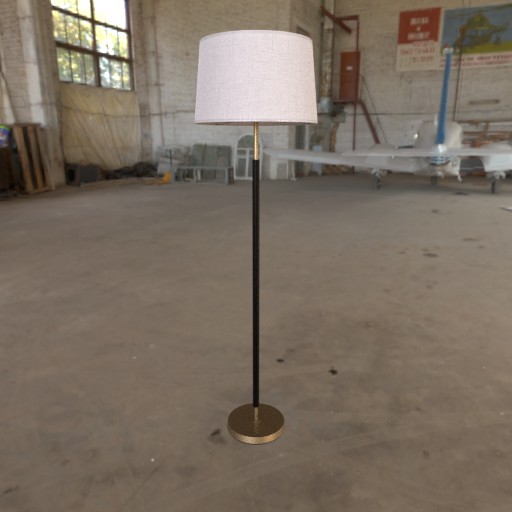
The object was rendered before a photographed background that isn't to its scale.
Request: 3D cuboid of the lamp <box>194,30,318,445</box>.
[{"bbox_3d":[0.000,0.000,1.642,0.420,1.447,0.420,0,15,0],"label":"lamp"}]
